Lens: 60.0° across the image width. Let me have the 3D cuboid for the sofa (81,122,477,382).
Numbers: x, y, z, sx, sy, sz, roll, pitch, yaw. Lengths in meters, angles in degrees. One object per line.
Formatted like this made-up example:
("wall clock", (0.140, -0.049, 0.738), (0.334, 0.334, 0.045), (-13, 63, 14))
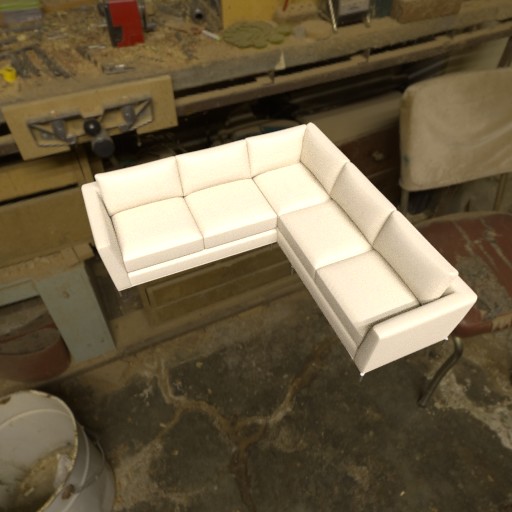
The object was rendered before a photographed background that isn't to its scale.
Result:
("sofa", (0.000, 0.000, 3.769), (2.430, 0.867, 2.448), (-18, 50, -15))
